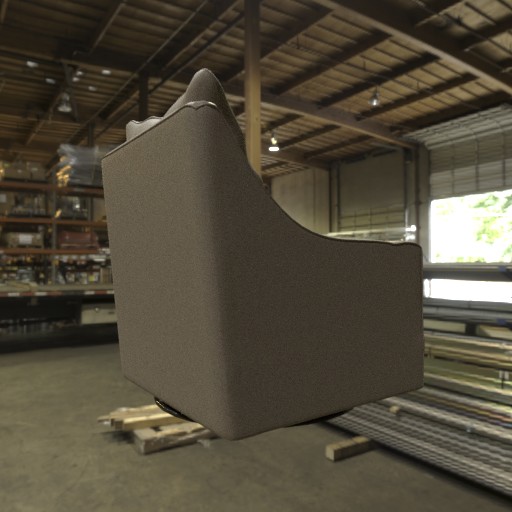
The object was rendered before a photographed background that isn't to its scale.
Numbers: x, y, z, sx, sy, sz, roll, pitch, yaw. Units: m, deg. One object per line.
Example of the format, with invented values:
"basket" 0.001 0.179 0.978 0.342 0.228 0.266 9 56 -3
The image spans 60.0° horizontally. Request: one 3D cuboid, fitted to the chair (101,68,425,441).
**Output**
"chair" 0.000 0.000 1.548 0.876 0.942 0.760 1 -1 -36
